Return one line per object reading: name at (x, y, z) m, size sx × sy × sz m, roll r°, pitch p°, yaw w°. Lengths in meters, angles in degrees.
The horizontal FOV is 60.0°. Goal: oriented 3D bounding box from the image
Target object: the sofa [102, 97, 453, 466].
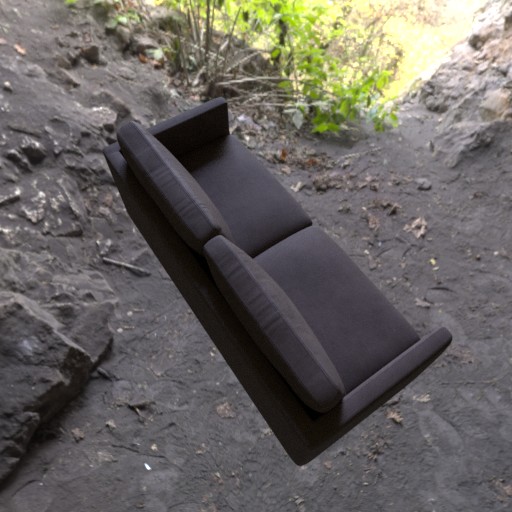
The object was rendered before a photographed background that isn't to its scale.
sofa at (0.000, 0.000, 2.753) m, size 0.951 × 0.965 × 2.208 m, roll -30°, pitch 63°, yaw -17°
